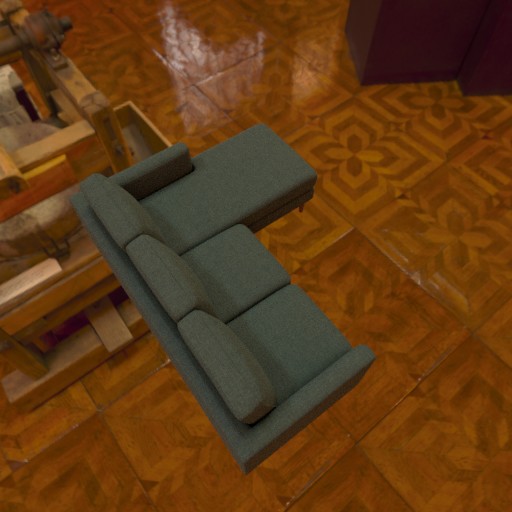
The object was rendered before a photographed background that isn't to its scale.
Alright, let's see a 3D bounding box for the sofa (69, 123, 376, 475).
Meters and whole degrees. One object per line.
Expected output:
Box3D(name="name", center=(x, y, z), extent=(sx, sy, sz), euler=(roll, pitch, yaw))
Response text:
Box3D(name="sofa", center=(0.000, 0.000, 3.010), extent=(1.667, 0.957, 2.055), euler=(-32, 64, -18))
